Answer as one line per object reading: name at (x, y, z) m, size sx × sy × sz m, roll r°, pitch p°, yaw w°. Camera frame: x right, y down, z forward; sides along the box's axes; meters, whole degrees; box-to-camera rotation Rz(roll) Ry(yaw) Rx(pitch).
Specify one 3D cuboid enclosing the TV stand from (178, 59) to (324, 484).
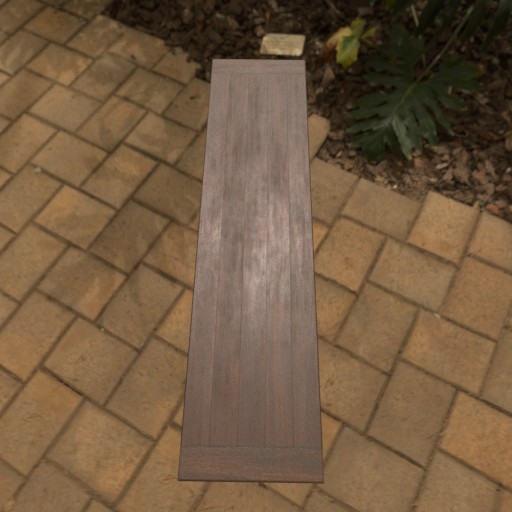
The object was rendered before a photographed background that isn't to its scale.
TV stand at (0.000, 0.000, 2.067) m, size 0.471 × 0.615 × 1.866 m, roll 1°, pitch 64°, yaw 0°
